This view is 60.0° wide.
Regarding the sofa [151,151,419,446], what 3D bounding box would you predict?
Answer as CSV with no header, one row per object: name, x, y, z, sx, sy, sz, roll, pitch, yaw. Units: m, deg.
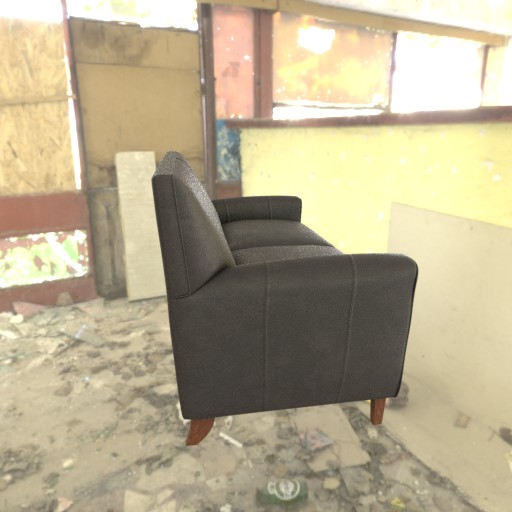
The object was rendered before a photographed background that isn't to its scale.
sofa,0.000,0.000,1.992,0.787,0.871,1.473,-3,16,-9
